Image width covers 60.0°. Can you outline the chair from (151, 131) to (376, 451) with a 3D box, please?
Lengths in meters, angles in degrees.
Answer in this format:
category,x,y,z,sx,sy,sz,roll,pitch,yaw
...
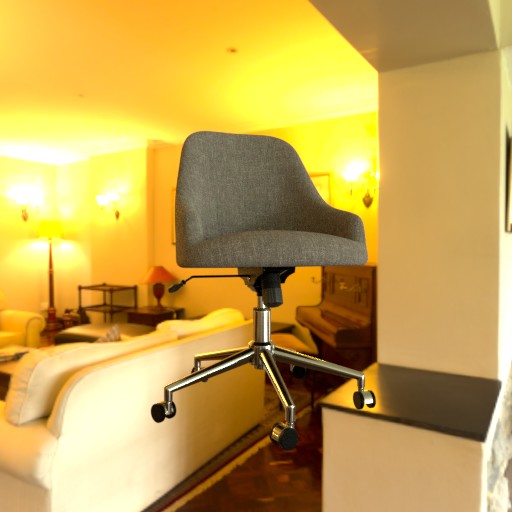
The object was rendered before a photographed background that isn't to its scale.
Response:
category,x,y,z,sx,sy,sz,roll,pitch,yaw
chair,0.000,0.000,1.426,0.671,0.950,0.712,0,1,-17
